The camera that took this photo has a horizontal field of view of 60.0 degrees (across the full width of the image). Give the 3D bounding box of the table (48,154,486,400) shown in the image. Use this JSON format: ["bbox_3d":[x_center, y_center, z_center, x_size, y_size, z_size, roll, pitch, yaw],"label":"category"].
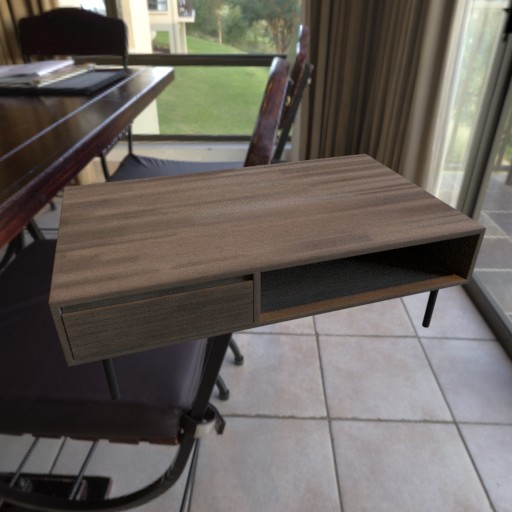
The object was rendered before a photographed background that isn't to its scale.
[{"bbox_3d":[0.000,0.000,1.389,1.088,0.347,0.643,-9,33,-15],"label":"table"}]
